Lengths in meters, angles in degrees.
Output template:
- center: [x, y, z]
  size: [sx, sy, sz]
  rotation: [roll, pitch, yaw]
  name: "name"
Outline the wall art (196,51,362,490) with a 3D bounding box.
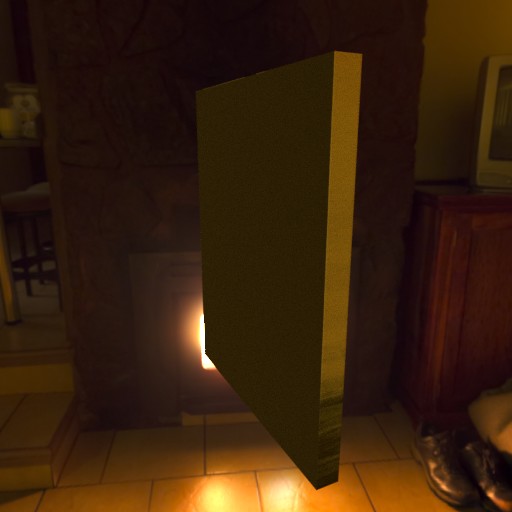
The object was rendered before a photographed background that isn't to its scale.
- center: [0.000, 0.000, 0.809]
  size: [0.040, 0.608, 0.489]
  rotation: [-7, 16, -25]
  name: "wall art"
